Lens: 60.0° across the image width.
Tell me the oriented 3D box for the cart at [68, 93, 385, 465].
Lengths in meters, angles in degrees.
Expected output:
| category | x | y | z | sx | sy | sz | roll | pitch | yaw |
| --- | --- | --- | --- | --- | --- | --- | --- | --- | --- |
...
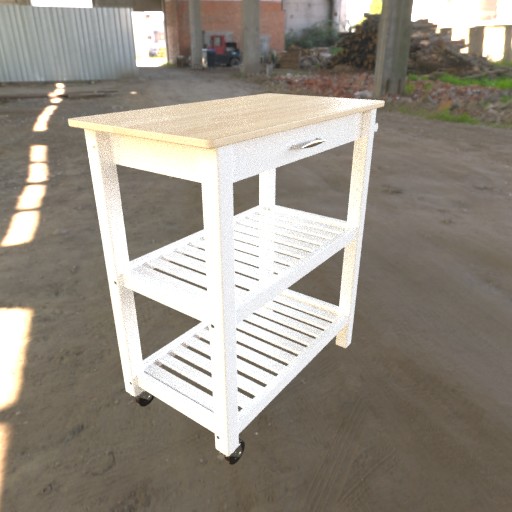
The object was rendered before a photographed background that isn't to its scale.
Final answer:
| category | x | y | z | sx | sy | sz | roll | pitch | yaw |
| --- | --- | --- | --- | --- | --- | --- | --- | --- | --- |
| cart | 0.000 | 0.000 | 1.450 | 0.457 | 0.927 | 0.899 | 17 | 30 | 33 |
